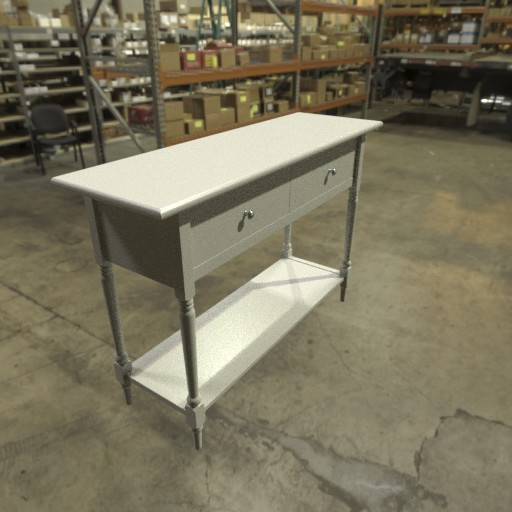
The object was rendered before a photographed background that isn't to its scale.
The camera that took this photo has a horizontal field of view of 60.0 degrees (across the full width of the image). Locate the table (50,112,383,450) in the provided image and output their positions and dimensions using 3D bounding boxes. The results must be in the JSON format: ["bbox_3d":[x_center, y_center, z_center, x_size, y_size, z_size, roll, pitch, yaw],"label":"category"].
[{"bbox_3d":[0.000,0.000,1.595,0.384,0.808,1.197,18,32,31],"label":"table"}]
